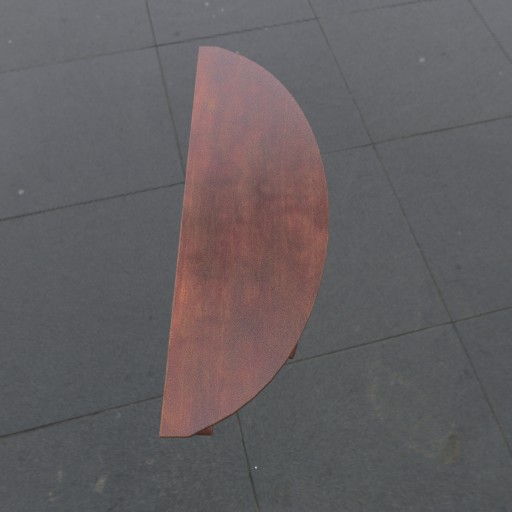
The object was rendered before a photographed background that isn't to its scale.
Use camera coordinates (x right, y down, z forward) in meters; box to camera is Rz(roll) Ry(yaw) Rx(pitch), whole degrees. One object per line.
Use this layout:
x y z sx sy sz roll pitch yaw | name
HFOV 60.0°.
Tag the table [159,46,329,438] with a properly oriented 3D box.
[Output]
0.000 0.000 1.519 0.394 0.699 1.198 1 65 0 | table
